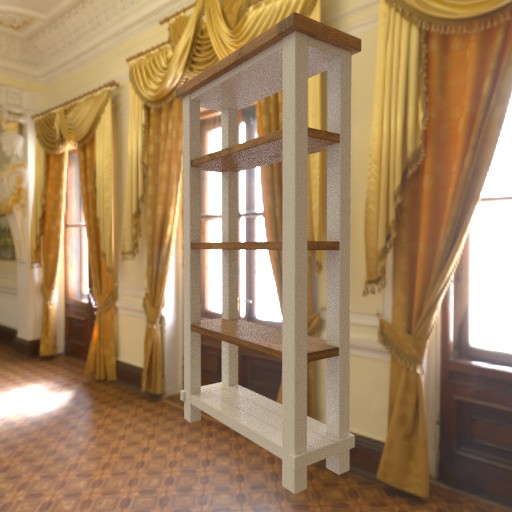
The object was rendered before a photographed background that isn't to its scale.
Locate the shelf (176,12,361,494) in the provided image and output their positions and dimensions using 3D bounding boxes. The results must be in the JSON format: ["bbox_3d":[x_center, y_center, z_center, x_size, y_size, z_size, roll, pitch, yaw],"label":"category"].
[{"bbox_3d":[0.000,0.000,2.227,0.381,1.878,1.022,-1,2,-36],"label":"shelf"}]
